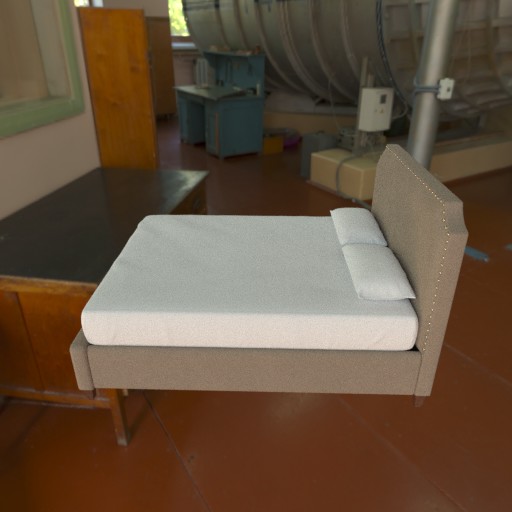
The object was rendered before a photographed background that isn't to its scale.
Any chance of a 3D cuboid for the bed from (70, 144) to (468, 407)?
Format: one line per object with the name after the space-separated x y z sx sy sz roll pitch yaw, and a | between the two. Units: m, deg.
0.000 0.000 3.410 2.329 1.415 1.703 1 27 2 | bed
